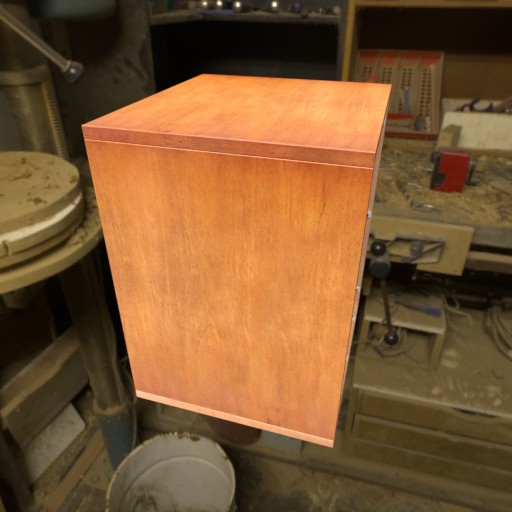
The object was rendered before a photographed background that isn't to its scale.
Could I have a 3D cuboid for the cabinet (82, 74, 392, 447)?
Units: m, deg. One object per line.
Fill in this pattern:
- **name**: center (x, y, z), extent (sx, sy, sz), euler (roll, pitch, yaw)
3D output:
- **cabinet**: center (0.000, 0.000, 0.856), extent (0.401, 0.579, 0.409), euler (9, 33, 14)
